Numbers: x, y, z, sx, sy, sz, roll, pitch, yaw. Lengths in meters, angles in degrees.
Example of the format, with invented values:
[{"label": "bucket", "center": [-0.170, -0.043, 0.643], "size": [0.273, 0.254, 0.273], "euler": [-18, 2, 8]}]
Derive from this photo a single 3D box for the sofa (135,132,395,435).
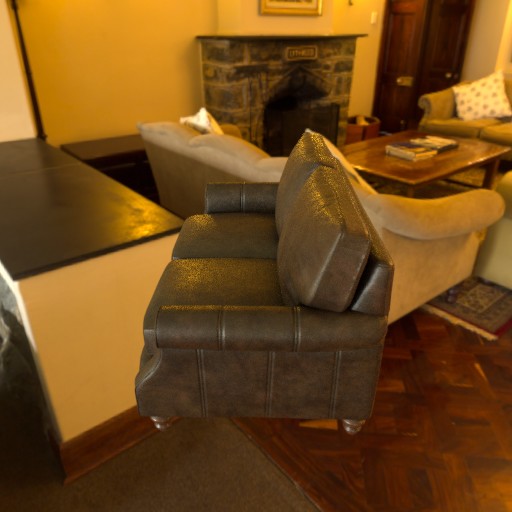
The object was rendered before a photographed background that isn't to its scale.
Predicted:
[{"label": "sofa", "center": [0.000, 0.000, 2.271], "size": [0.990, 0.976, 1.616], "euler": [1, 27, 1]}]
